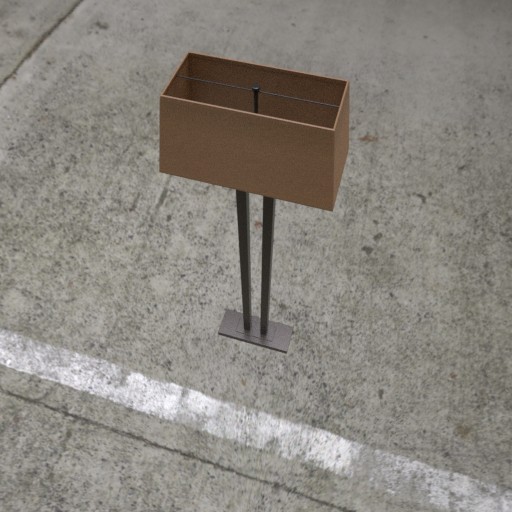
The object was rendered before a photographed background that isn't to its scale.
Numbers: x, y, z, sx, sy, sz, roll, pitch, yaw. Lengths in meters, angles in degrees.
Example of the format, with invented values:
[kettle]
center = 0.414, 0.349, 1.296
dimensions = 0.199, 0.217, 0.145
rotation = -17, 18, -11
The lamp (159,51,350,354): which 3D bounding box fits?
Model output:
[lamp]
center = 0.000, 0.000, 1.639
dimensions = 0.475, 1.469, 0.233
rotation = 14, 59, 9
